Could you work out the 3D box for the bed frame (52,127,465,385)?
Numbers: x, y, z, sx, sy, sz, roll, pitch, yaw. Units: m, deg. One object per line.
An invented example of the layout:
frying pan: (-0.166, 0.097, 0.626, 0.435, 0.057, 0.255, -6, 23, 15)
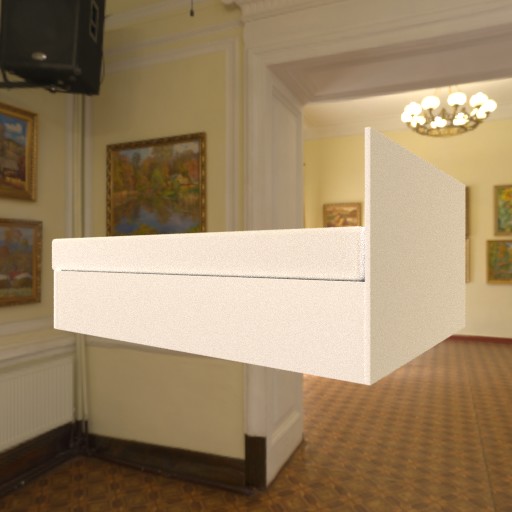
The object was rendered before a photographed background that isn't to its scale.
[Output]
bed frame: (0.000, 0.000, 2.495, 1.900, 0.800, 1.400, 0, 0, 36)
